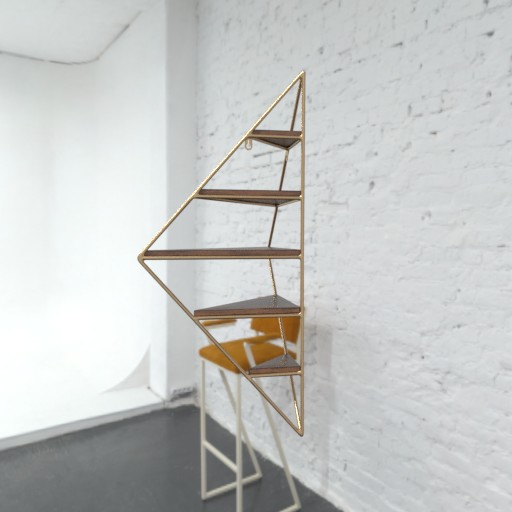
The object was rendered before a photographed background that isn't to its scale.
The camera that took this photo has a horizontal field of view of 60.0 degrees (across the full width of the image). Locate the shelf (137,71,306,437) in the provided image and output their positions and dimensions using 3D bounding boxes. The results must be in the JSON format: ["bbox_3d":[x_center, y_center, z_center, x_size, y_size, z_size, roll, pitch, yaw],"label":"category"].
[{"bbox_3d":[0.000,0.000,1.189,0.294,0.913,0.564,2,3,35],"label":"shelf"}]
